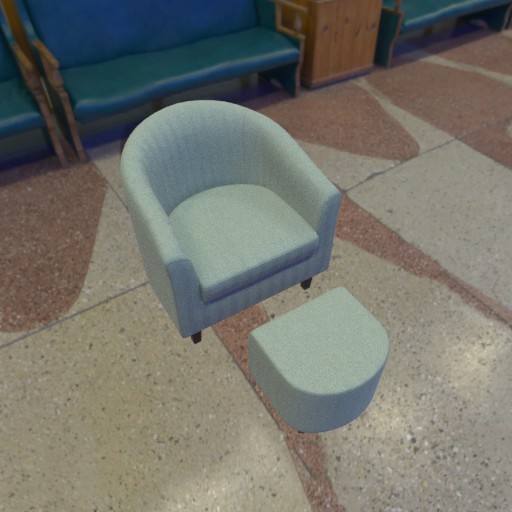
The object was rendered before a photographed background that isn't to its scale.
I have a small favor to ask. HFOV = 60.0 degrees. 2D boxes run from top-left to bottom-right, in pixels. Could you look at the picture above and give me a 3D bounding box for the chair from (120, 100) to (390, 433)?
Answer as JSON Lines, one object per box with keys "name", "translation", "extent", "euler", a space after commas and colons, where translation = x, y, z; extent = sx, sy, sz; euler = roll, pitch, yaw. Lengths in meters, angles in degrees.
{"name": "chair", "translation": [0.000, 0.000, 1.753], "extent": [0.756, 0.757, 1.288], "euler": [-24, 49, -22]}
